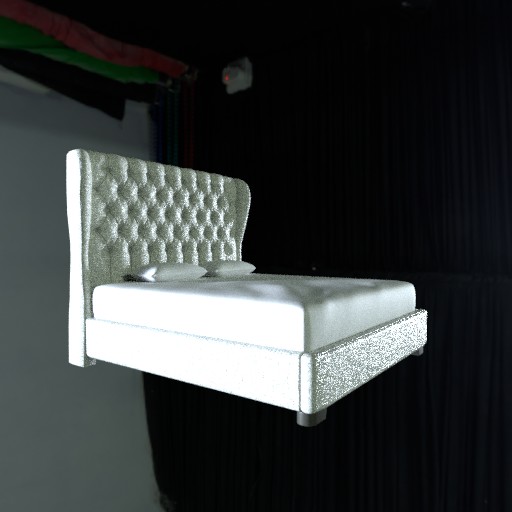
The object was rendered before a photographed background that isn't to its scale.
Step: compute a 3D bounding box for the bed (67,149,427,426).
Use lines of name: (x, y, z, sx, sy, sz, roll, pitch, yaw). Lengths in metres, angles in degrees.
bed: (0.000, 0.000, 3.857, 2.347, 1.771, 2.219, 1, 2, 36)
